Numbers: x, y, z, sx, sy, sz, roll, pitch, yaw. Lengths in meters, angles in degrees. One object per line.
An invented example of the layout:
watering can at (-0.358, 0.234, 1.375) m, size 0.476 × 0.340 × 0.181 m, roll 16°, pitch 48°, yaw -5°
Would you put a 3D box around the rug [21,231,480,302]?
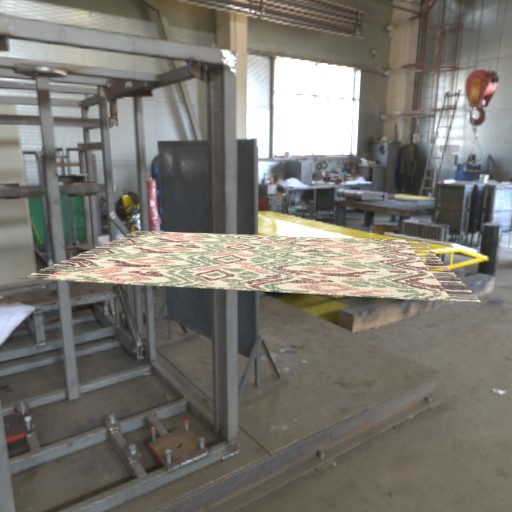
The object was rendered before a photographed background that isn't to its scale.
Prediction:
rug at (0.000, 0.000, 3.008) m, size 2.438 × 0.011 × 1.524 m, roll 2°, pitch 14°, yaw 10°
